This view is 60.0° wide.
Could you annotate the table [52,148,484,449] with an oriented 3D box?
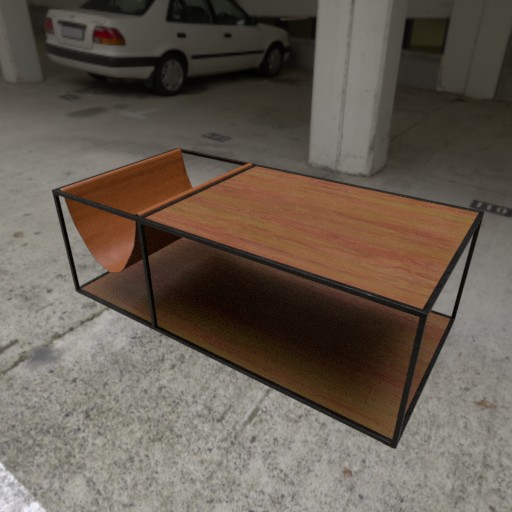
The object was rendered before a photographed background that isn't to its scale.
[{"bbox_3d":[0.000,0.000,1.460,1.199,0.403,0.597,18,34,29],"label":"table"}]
